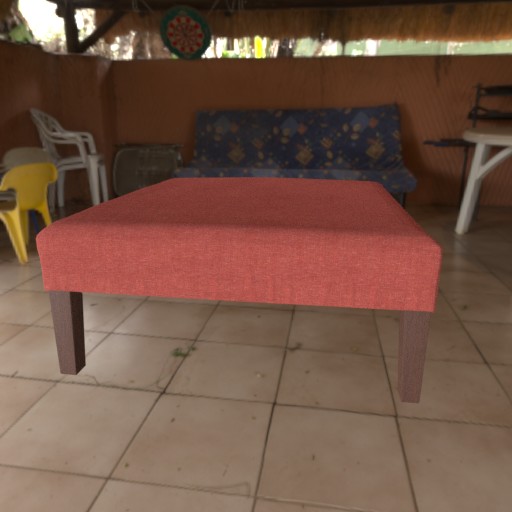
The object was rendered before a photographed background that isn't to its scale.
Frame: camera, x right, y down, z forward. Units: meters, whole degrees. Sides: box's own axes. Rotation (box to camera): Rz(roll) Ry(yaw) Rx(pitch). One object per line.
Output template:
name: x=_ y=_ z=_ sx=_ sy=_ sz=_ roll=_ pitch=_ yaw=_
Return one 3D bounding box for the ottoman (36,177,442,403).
ottoman: x=0.000 y=0.000 z=1.409 sx=0.890 sy=0.411 sz=0.889 roll=2 pitch=17 yaw=8
